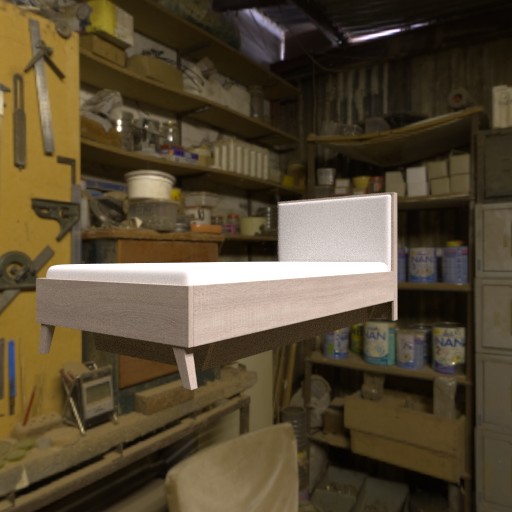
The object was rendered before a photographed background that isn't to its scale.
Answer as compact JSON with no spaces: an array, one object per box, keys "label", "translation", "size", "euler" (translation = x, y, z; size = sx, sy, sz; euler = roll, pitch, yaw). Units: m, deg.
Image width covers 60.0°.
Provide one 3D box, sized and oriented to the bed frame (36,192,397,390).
[{"label":"bed frame","translation":[0.000,0.000,2.649],"size":[0.990,0.920,2.140],"euler":[0,0,36]}]
